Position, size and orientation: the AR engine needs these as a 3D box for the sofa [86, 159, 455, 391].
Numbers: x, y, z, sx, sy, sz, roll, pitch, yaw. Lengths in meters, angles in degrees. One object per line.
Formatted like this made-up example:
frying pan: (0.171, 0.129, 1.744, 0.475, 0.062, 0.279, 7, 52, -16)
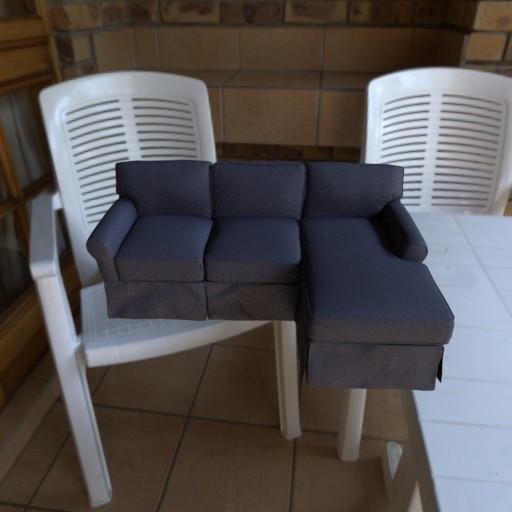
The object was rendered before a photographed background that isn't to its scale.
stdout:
sofa: (0.000, 0.000, 3.344, 2.518, 1.039, 1.637, 1, 31, 2)
